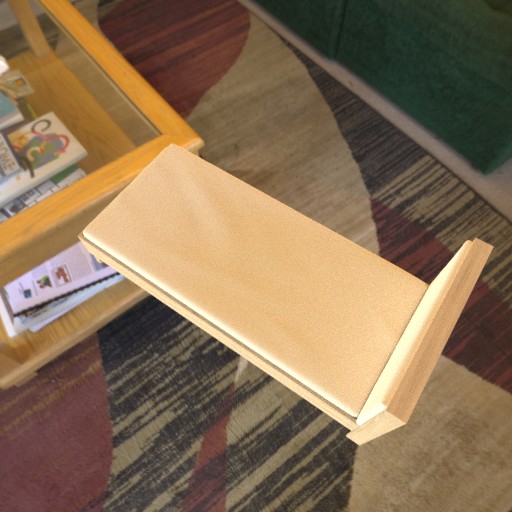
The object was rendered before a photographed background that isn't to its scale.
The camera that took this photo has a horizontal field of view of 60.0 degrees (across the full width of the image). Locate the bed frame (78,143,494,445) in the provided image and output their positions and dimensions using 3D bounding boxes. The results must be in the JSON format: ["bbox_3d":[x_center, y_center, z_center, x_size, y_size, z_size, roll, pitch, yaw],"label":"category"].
[{"bbox_3d":[0.000,0.000,2.667,2.140,0.920,0.990,31,66,15],"label":"bed frame"}]
